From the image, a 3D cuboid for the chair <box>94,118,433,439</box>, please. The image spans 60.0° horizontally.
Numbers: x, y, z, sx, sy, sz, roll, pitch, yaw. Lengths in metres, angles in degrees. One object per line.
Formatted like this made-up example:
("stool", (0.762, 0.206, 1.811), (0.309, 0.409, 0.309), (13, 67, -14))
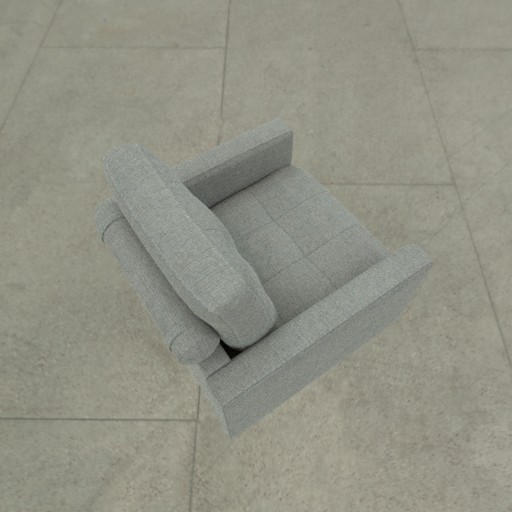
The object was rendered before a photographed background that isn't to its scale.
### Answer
("chair", (0.000, 0.000, 1.536), (0.843, 0.880, 0.821), (-30, 62, -18))
